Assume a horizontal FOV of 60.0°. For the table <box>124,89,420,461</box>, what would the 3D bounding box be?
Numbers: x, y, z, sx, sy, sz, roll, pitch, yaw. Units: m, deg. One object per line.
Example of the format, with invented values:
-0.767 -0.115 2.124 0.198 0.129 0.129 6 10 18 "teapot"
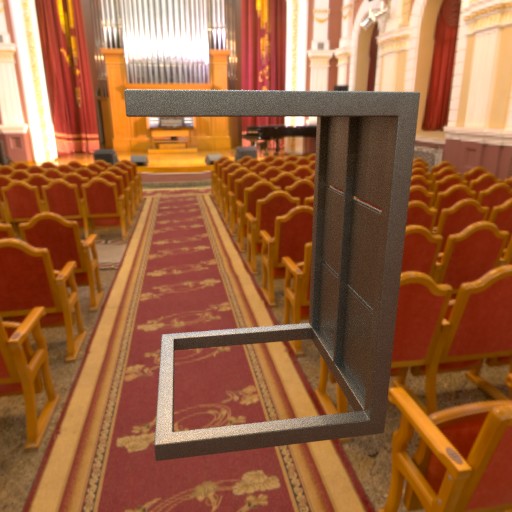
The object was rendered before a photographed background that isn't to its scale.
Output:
0.000 0.000 0.897 0.420 0.609 0.405 -3 18 -9 "table"
